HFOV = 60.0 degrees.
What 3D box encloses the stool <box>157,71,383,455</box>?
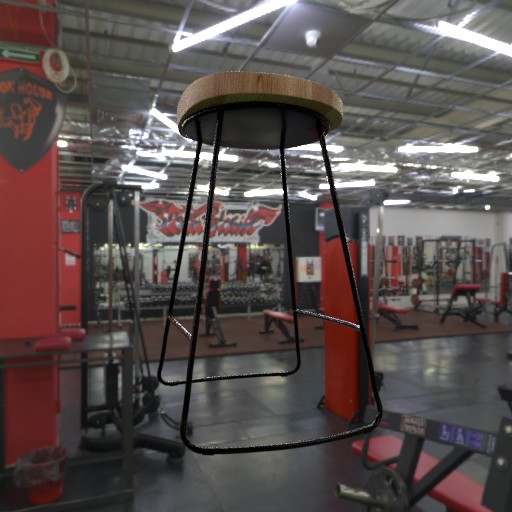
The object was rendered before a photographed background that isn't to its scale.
[{"bbox_3d":[0.000,0.000,1.005,0.401,0.679,0.480,0,-1,-18],"label":"stool"}]
